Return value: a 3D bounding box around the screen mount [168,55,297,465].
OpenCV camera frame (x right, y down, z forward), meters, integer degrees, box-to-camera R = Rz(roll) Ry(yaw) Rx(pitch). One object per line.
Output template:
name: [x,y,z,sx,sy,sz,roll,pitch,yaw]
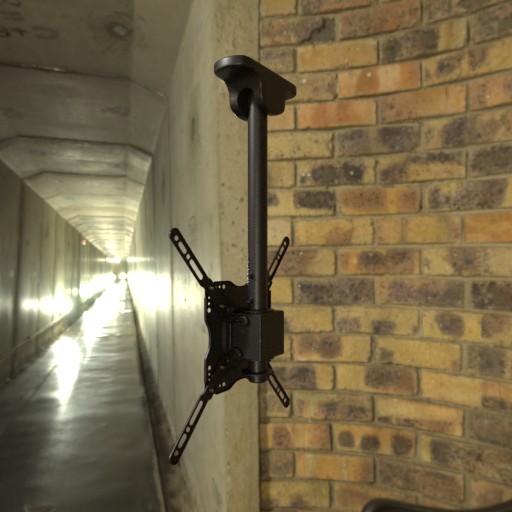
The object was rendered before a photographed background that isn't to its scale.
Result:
screen mount: [0.000,0.000,0.899,0.090,0.729,0.393,0,0,36]
